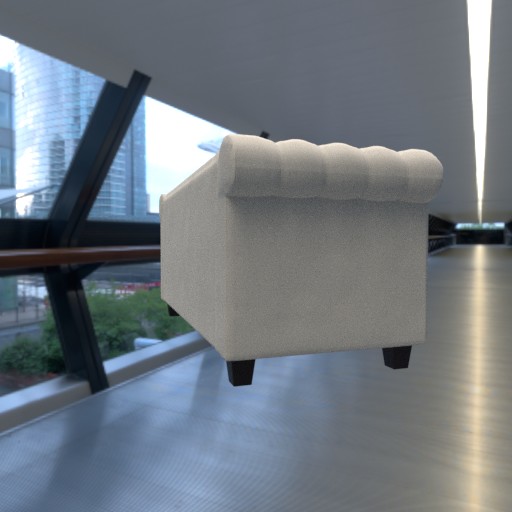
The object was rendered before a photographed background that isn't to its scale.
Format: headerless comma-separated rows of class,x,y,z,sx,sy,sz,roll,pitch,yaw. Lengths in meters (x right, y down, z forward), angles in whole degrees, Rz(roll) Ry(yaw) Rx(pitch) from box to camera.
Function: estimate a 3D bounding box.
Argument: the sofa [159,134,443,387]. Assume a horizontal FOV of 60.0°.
sofa,0.000,0.000,2.234,0.771,0.796,1.798,0,2,-19
